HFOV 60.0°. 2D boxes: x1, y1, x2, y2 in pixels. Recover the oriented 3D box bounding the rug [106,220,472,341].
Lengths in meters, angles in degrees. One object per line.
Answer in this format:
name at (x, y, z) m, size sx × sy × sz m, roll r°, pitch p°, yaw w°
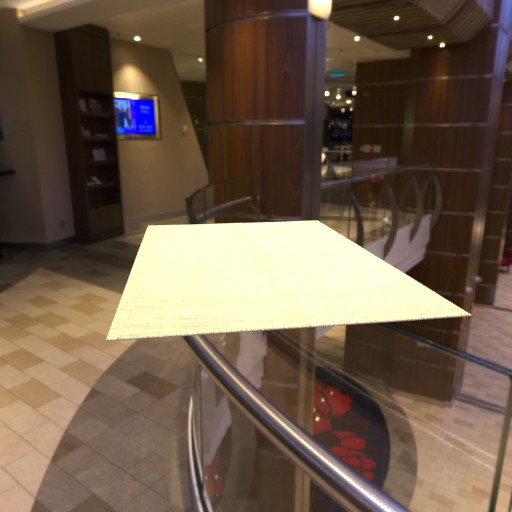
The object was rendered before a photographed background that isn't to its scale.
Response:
rug at (0.000, 0.000, 2.353) m, size 1.250 × 0.015 × 1.850 m, roll -2°, pitch 15°, yaw -9°
